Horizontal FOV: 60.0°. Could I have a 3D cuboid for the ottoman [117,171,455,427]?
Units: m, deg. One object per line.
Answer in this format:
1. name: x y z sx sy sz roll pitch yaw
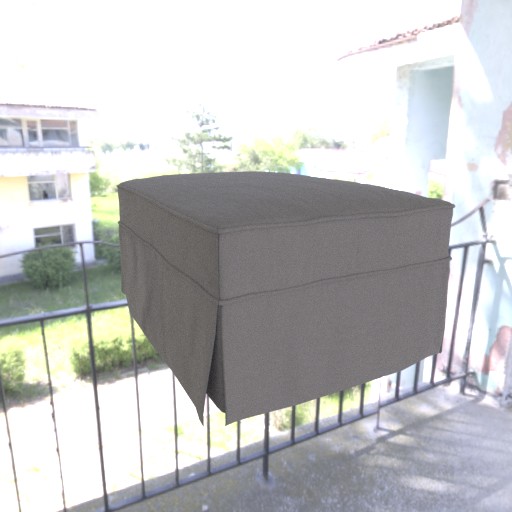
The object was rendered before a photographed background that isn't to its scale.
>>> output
1. ottoman: 0.000 0.000 1.356 0.703 0.479 0.944 -8 17 -27
